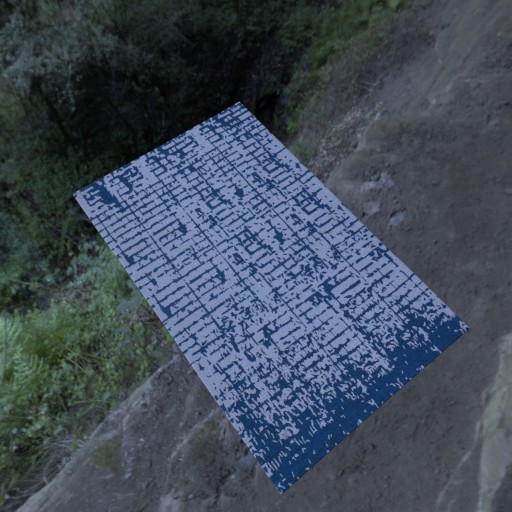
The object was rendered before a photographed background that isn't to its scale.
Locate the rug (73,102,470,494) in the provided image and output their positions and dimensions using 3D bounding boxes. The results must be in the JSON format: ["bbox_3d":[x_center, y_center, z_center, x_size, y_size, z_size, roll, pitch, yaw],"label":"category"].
[{"bbox_3d":[0.000,0.000,3.008,1.517,0.011,2.435,-34,68,-16],"label":"rug"}]
